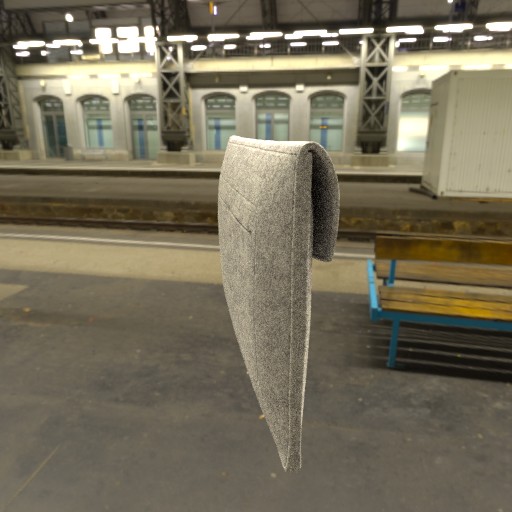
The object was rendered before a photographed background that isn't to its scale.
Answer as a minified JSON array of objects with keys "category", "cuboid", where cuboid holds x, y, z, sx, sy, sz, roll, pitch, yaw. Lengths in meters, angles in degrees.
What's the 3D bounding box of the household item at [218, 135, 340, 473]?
[{"category":"household item","cuboid":[0.000,0.000,0.428,0.057,0.221,0.335,-3,16,-10]}]
